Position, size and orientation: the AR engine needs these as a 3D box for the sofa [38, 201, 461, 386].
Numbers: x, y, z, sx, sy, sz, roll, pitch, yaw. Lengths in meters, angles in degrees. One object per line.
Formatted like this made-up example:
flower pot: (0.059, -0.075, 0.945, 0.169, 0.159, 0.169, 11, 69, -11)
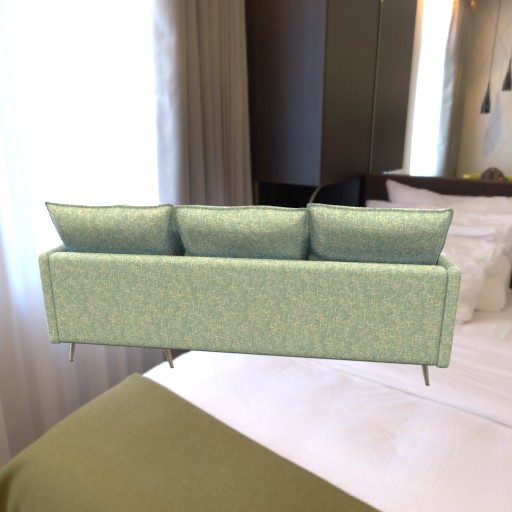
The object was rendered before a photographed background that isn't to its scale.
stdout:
sofa: (0.000, 0.000, 2.808, 2.034, 0.899, 1.420, 2, 16, 7)
